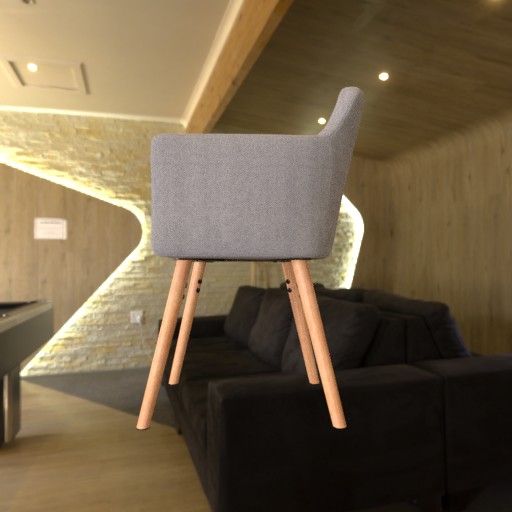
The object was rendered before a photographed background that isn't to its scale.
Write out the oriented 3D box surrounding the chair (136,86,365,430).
[{"bbox_3d":[0.000,0.000,1.192,0.540,0.780,0.570,0,-1,-1],"label":"chair"}]
